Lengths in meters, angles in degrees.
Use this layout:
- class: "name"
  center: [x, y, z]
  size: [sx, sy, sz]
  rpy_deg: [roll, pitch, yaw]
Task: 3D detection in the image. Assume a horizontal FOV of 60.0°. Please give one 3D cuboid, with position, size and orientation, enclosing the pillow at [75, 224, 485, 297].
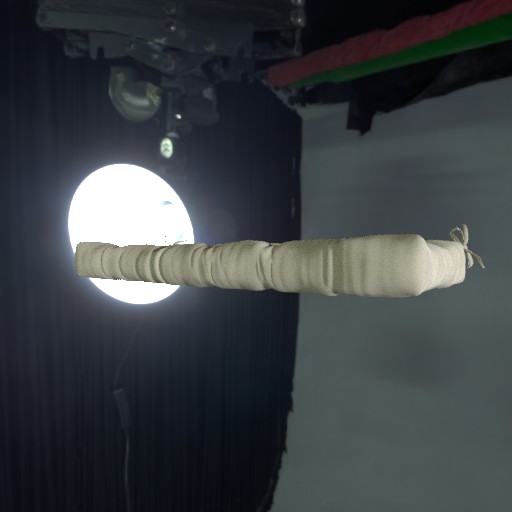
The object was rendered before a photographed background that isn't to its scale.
- class: "pillow"
  center: [0.000, 0.000, 1.339]
  size: [1.194, 0.174, 0.511]
  rpy_deg: [1, 1, 35]
